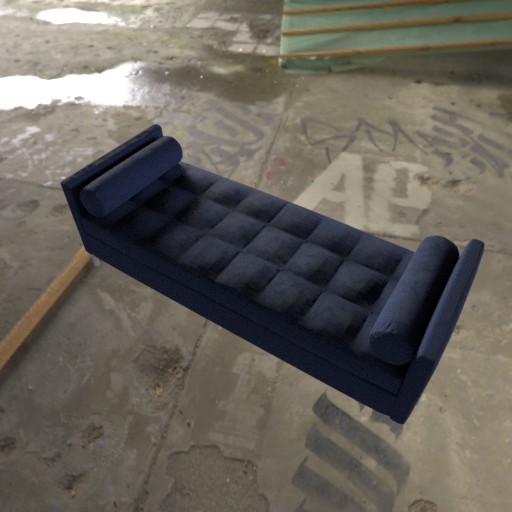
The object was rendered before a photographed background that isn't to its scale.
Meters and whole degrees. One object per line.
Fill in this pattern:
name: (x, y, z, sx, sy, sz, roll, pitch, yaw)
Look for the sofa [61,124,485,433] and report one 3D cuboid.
sofa: (0.000, 0.000, 2.475, 2.102, 0.657, 0.797, 25, 50, 23)
